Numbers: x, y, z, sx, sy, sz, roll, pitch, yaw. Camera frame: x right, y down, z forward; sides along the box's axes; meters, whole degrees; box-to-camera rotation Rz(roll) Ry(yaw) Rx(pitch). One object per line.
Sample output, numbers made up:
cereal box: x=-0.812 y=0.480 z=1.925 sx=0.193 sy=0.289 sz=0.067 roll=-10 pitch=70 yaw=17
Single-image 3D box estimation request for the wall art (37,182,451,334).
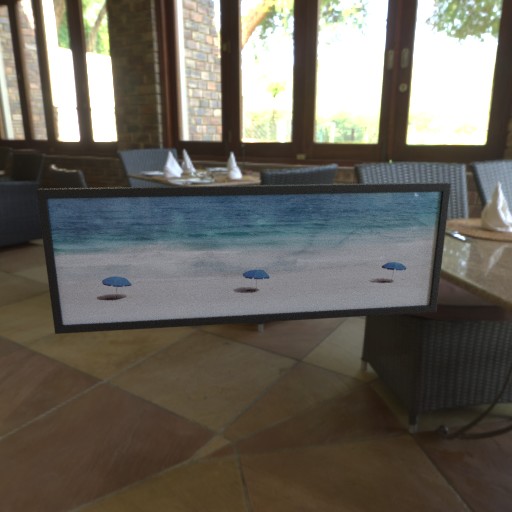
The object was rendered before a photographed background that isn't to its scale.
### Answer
wall art: x=0.000 y=0.000 z=1.762 sx=1.572 sy=0.554 sz=0.041 roll=-2 pitch=15 yaw=-8
